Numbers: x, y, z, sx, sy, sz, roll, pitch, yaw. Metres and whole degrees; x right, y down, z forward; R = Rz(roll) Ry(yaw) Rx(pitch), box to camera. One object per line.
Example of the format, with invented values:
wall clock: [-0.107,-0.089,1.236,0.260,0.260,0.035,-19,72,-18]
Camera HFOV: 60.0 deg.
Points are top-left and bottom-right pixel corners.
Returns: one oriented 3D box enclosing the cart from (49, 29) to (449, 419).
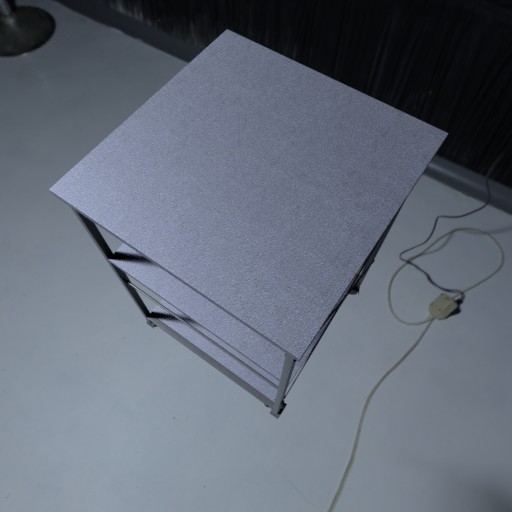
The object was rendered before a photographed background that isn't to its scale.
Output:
cart: [0.000,0.000,1.143,0.520,0.762,0.521,32,67,15]
